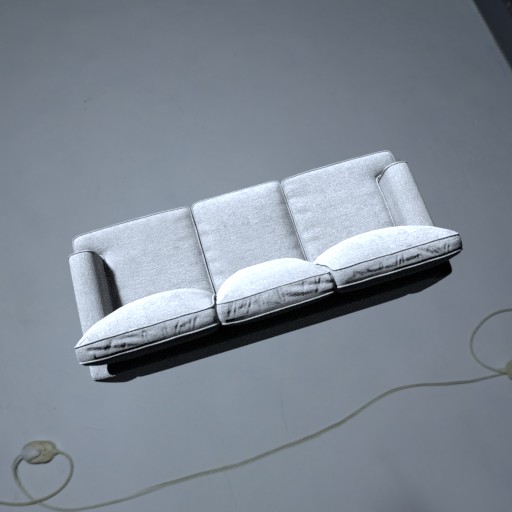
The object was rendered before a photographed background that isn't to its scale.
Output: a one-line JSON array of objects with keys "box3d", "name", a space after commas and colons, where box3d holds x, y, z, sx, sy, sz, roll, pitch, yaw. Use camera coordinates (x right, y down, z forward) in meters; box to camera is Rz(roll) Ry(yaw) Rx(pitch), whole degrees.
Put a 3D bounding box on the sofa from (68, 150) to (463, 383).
[{"box3d": [0.000, 0.000, 2.719, 2.158, 0.965, 0.951, -16, 75, -4], "name": "sofa"}]
